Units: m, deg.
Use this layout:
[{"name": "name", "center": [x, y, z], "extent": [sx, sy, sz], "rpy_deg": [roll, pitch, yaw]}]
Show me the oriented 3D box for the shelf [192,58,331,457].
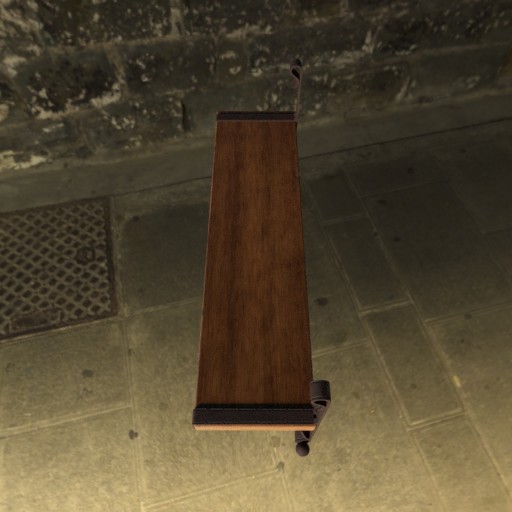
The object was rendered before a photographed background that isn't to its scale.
[{"name": "shelf", "center": [0.000, 0.000, 0.697], "extent": [0.146, 0.330, 0.567], "rpy_deg": [0, 57, 0]}]
